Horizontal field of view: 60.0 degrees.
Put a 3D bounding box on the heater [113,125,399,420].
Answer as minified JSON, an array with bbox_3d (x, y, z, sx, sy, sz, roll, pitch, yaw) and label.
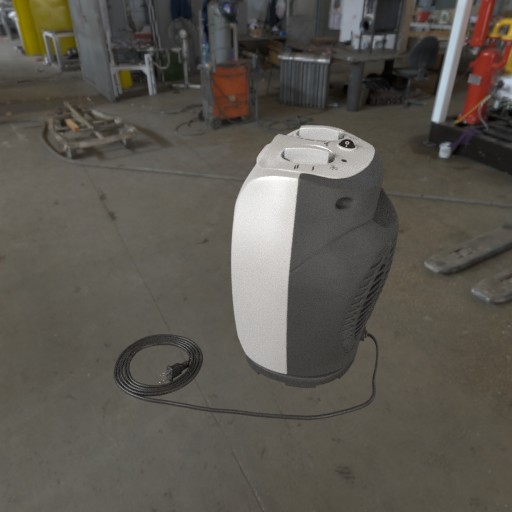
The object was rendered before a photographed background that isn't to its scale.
[{"bbox_3d":[0.000,0.000,0.474,0.291,0.255,0.239,9,34,14],"label":"heater"}]
